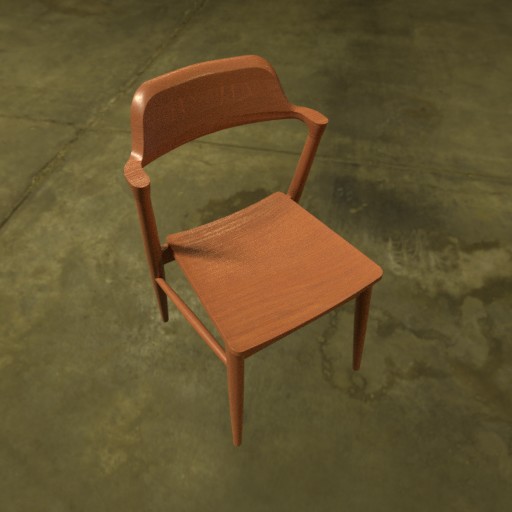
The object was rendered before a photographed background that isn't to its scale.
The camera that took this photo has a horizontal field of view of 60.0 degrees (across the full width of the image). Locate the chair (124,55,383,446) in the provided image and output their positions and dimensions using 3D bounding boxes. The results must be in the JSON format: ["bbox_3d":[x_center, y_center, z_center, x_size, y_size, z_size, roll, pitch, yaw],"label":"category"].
[{"bbox_3d":[0.000,0.000,1.130,0.496,0.801,0.499,-25,51,-22],"label":"chair"}]
